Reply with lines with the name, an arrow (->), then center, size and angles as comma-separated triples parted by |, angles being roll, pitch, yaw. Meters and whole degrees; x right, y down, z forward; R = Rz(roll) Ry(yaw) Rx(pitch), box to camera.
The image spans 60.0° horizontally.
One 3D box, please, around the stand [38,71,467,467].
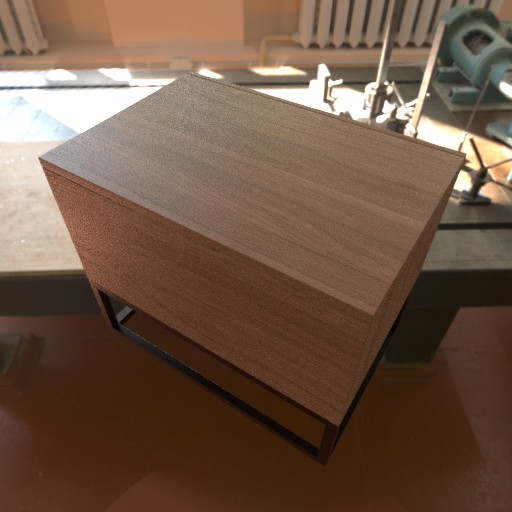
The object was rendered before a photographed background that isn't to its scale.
stand -> 0.000, 0.000, 0.930 | 0.600, 0.500, 0.420 | 25, 51, 22
